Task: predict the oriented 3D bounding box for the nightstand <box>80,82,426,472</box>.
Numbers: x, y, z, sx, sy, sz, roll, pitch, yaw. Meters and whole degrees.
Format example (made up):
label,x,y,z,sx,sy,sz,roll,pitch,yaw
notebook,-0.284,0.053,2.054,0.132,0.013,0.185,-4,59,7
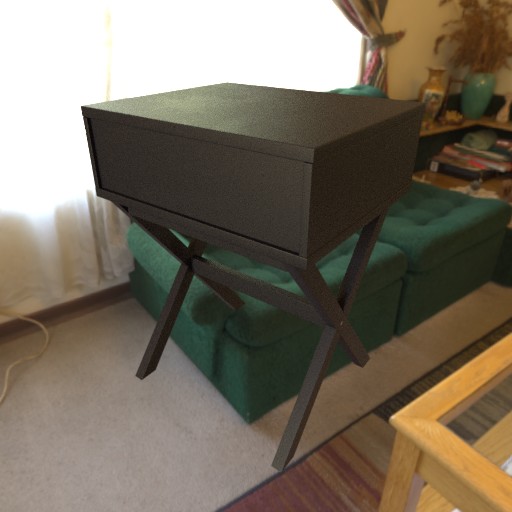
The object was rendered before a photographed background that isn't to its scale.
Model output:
label,x,y,z,sx,sy,sz,roll,pitch,yaw
nightstand,0.000,0.000,0.947,0.479,0.623,0.402,20,34,32
